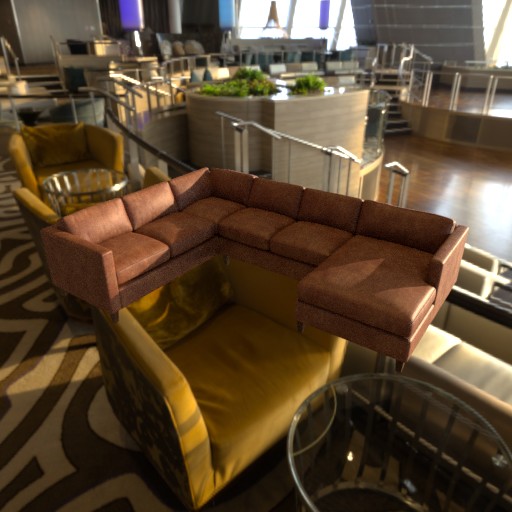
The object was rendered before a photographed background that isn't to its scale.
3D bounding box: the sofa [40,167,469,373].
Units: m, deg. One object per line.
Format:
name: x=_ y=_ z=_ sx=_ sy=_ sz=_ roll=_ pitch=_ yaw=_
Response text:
sofa: x=0.000 y=0.000 z=4.378 sx=3.324 sy=0.888 sz=2.452 roll=18 pitch=32 yaw=31
